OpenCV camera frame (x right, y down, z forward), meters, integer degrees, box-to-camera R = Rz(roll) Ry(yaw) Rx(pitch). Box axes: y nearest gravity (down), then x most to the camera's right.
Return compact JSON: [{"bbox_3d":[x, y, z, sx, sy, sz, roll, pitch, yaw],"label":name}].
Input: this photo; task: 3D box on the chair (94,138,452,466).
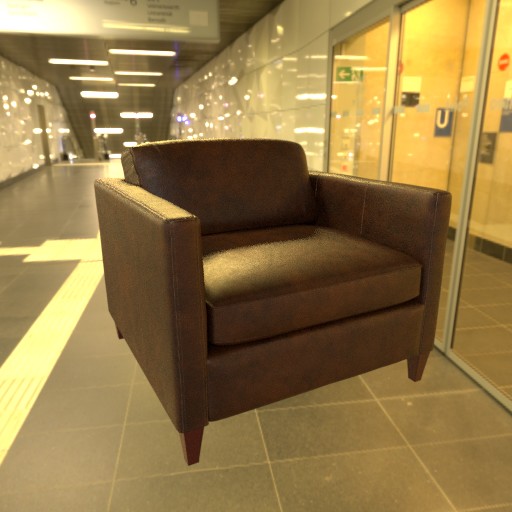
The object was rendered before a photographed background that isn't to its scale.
[{"bbox_3d":[0.000,0.000,1.699,0.990,0.864,0.975,-9,18,-27],"label":"chair"}]
